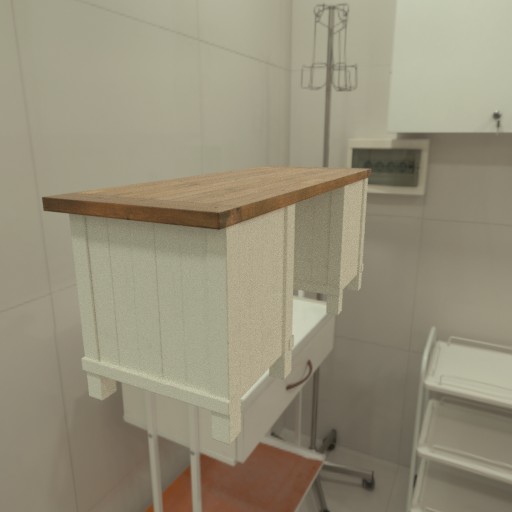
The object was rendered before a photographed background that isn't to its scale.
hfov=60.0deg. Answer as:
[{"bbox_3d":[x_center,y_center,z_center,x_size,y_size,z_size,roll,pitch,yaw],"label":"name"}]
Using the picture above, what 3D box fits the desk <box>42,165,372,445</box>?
[{"bbox_3d":[0.000,0.000,2.203,0.688,0.760,1.803,8,17,26],"label":"desk"}]
